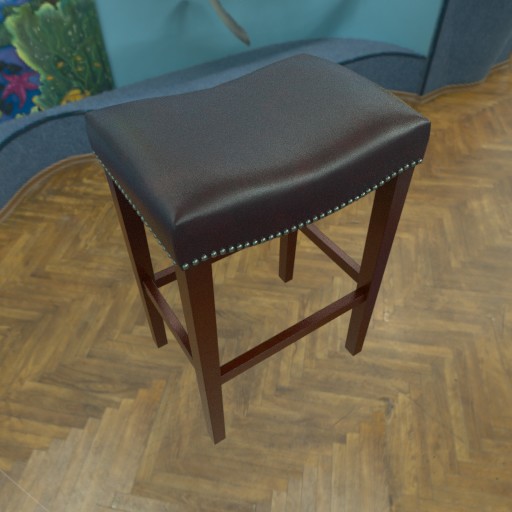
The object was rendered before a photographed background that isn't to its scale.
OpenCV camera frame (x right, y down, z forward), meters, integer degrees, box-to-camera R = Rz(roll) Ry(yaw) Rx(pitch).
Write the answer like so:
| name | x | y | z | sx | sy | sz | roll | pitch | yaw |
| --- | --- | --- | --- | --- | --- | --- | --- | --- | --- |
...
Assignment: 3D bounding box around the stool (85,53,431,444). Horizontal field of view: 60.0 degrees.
| name | x | y | z | sx | sy | sz | roll | pitch | yaw |
| --- | --- | --- | --- | --- | --- | --- | --- | --- | --- |
| stool | 0.000 | 0.000 | 1.013 | 0.504 | 0.742 | 0.372 | -25 | 51 | -23 |
